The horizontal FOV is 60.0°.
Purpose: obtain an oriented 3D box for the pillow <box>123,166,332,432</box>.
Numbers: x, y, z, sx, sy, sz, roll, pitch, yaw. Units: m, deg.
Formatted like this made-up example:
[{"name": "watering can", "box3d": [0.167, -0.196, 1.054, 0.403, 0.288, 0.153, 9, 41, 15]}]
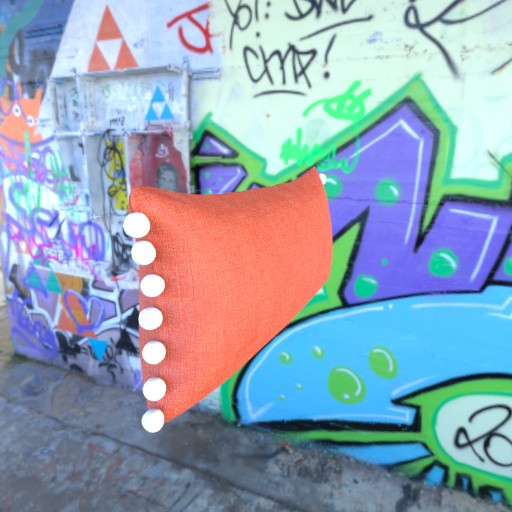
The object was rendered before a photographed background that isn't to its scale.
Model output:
[{"name": "pillow", "box3d": [0.000, 0.000, 0.830, 0.201, 0.322, 0.709, 7, 17, 25]}]
